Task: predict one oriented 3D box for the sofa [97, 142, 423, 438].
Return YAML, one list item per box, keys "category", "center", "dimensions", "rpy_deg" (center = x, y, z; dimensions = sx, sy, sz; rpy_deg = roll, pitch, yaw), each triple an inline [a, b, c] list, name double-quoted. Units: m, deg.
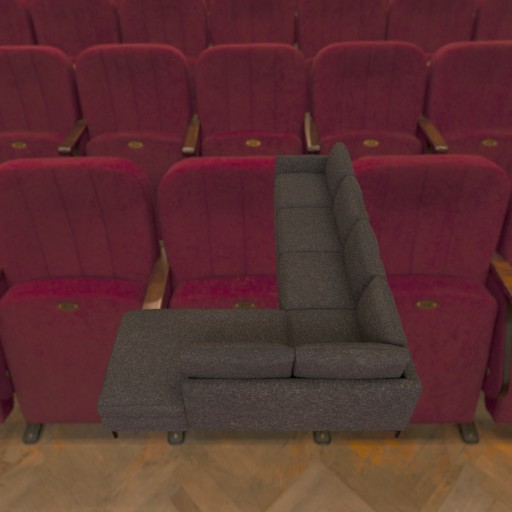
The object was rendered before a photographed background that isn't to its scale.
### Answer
- category: "sofa"
  center: [0.000, 0.000, 3.847]
  dimensions: [2.007, 0.815, 2.949]
  rpy_deg: [0, 41, 0]
